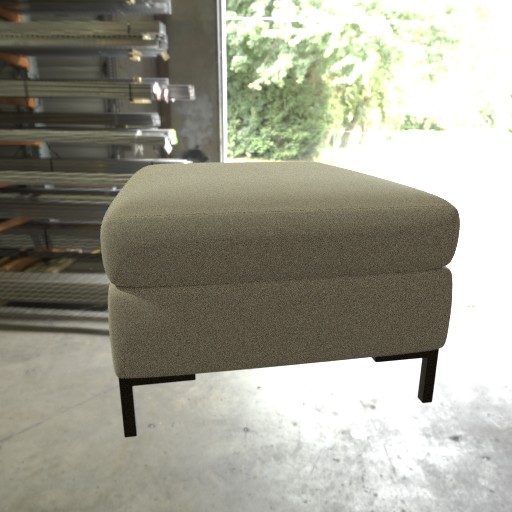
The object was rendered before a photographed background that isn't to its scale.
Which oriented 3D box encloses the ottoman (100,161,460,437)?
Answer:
[{"bbox_3d":[0.000,0.000,1.156,0.657,0.453,0.794,-3,17,-10],"label":"ottoman"}]
